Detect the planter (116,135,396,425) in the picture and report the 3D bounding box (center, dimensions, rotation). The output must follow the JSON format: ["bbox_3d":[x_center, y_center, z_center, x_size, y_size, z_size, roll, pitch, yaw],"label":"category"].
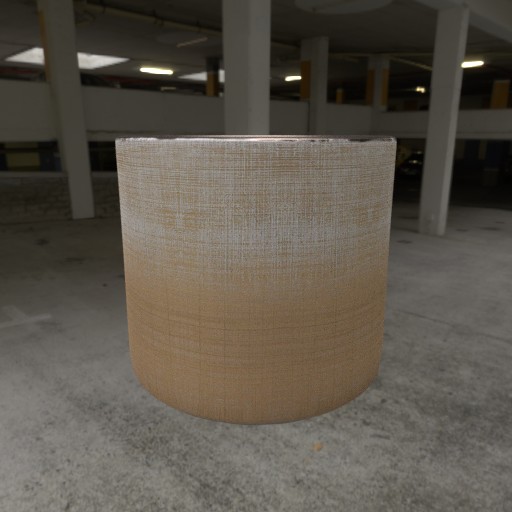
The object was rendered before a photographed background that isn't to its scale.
[{"bbox_3d":[0.000,0.000,0.383,0.221,0.201,0.221,0,15,0],"label":"planter"}]
